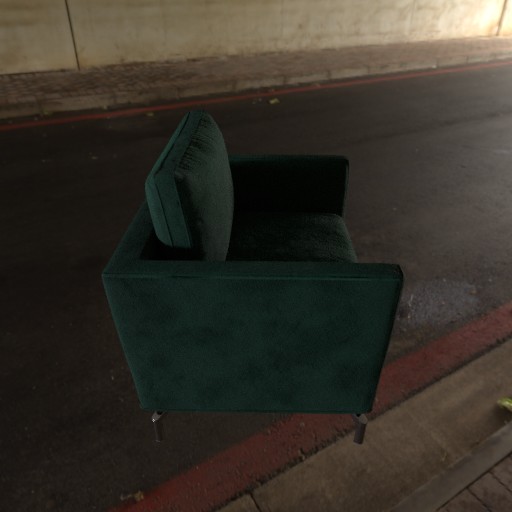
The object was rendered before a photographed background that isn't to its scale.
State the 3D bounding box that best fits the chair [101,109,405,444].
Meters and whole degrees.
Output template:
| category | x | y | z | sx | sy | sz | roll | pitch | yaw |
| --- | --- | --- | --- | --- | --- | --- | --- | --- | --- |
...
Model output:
| category | x | y | z | sx | sy | sz | roll | pitch | yaw |
| --- | --- | --- | --- | --- | --- | --- | --- | --- | --- |
| chair | 0.000 | 0.000 | 1.785 | 0.852 | 0.997 | 1.047 | 1 | 31 | 1 |
